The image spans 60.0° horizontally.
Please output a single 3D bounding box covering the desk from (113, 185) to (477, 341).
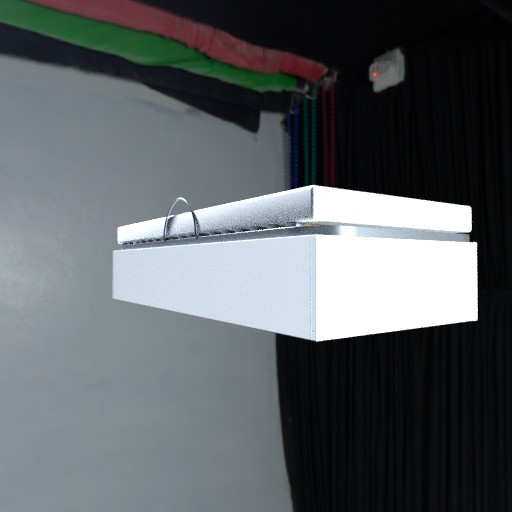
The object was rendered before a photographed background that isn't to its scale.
[{"bbox_3d":[0.000,0.000,2.296,0.900,0.526,1.900,1,-1,-35],"label":"desk"}]
